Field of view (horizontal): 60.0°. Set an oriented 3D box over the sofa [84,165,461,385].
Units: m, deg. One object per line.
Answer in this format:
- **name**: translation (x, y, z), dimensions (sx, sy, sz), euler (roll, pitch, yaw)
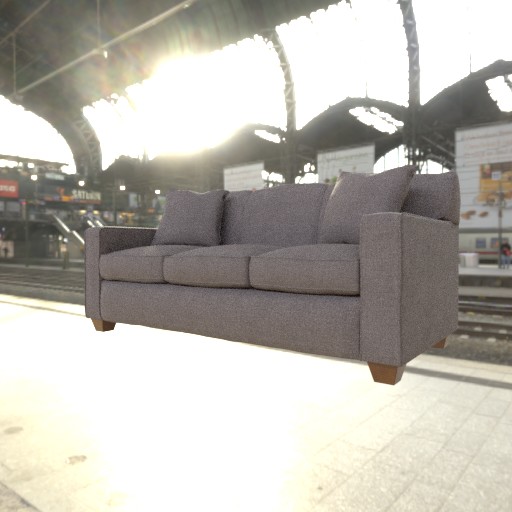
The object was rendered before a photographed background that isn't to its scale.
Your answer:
- **sofa**: translation (0.000, 0.000, 2.570), dimensions (2.024, 0.958, 0.997), euler (1, 1, 36)
